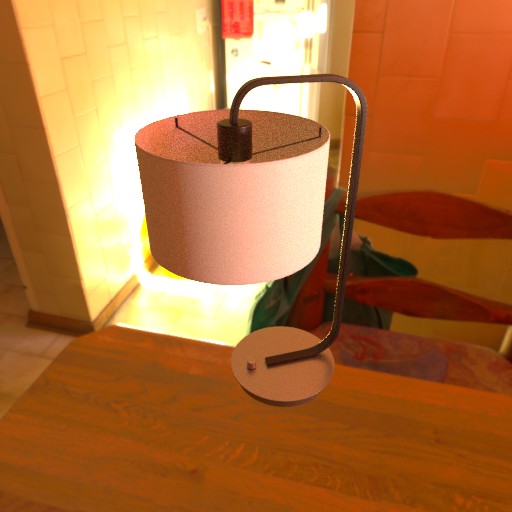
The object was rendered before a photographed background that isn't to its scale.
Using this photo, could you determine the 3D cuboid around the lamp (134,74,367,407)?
[{"bbox_3d":[0.000,0.000,0.627,0.288,0.473,0.230,-8,32,-14],"label":"lamp"}]
